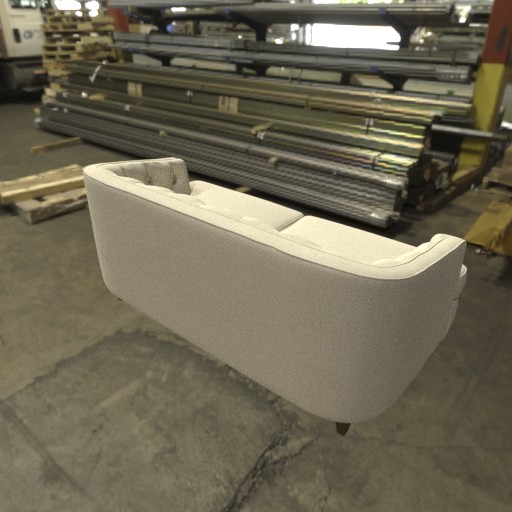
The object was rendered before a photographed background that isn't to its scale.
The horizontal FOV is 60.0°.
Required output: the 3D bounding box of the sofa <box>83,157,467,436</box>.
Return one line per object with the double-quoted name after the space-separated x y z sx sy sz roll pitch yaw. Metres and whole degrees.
0.000 0.000 2.179 1.733 0.855 0.941 22 36 33 "sofa"
